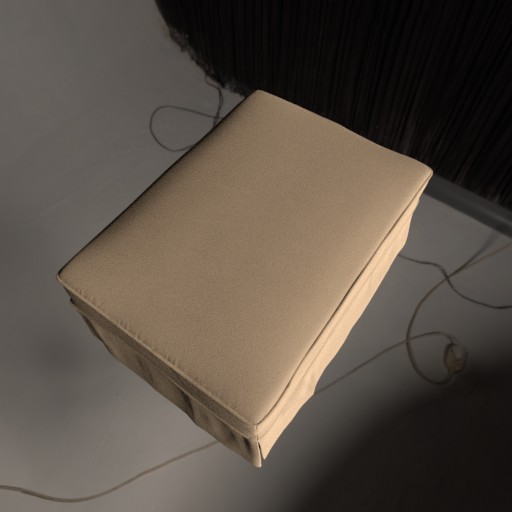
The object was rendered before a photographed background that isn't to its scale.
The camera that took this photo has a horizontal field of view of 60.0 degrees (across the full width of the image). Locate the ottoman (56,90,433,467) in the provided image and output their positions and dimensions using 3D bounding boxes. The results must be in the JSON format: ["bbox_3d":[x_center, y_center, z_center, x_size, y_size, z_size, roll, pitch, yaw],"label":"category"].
[{"bbox_3d":[0.000,0.000,1.373,0.721,0.482,0.959,31,64,18],"label":"ottoman"}]
